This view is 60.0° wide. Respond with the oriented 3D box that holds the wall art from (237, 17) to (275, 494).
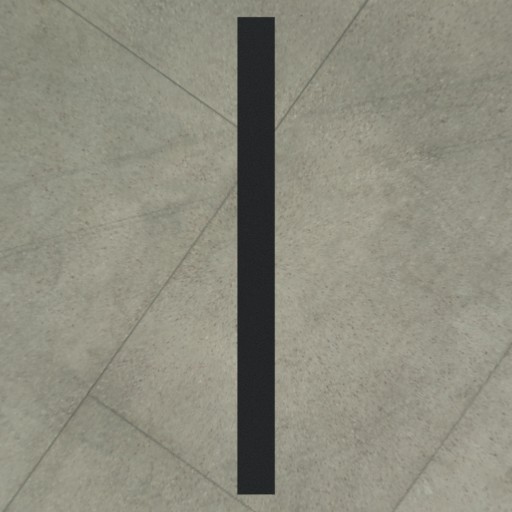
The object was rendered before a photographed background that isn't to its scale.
[{"bbox_3d":[0.000,0.000,0.518,0.031,0.330,0.381,0,90,0],"label":"wall art"}]
